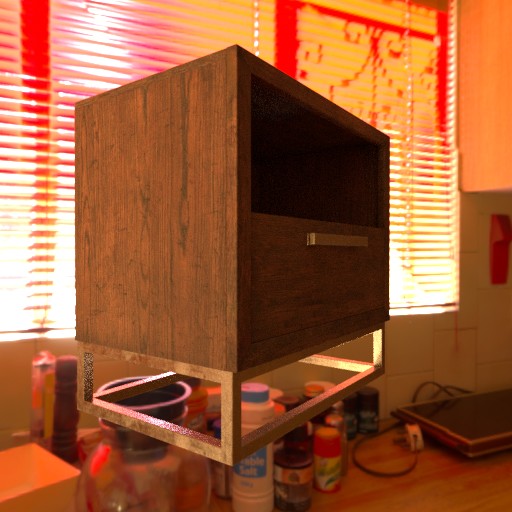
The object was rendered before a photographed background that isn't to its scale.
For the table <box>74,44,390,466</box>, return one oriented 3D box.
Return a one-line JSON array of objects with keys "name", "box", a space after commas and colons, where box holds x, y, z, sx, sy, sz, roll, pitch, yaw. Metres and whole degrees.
[{"name": "table", "box": [0.000, 0.000, 1.225, 0.542, 0.746, 0.767, 0, 0, 36]}]
